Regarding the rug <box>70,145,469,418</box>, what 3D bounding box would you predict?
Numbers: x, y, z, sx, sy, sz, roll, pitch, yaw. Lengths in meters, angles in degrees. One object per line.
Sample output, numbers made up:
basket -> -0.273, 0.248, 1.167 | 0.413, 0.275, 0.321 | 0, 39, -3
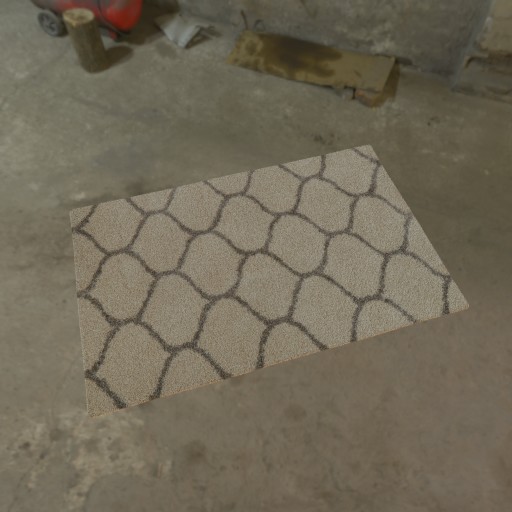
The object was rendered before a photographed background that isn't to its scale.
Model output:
rug -> 0.000, 0.000, 2.977 | 2.348, 0.024, 1.501 | -14, 58, -9
